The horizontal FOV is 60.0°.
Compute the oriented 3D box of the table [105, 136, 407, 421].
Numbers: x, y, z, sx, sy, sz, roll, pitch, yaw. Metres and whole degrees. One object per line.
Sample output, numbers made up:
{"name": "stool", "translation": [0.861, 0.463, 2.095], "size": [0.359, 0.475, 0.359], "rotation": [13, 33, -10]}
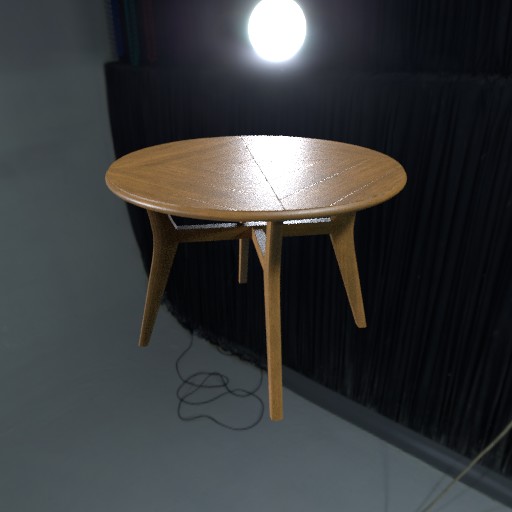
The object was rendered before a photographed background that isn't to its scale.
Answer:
{"name": "table", "translation": [0.000, 0.000, 1.780], "size": [1.055, 0.757, 1.055], "rotation": [0, 26, 0]}
